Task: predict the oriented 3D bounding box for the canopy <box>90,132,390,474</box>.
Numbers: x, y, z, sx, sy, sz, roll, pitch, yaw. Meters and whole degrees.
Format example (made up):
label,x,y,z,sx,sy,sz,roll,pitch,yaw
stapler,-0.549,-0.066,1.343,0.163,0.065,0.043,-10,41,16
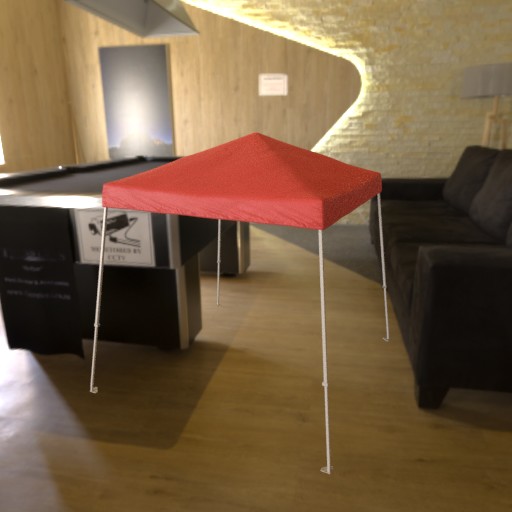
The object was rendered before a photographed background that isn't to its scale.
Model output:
label,x,y,z,sx,sy,sz,roll,pitch,yaw
canopy,0.000,0.000,6.694,3.599,3.600,3.600,8,18,25
